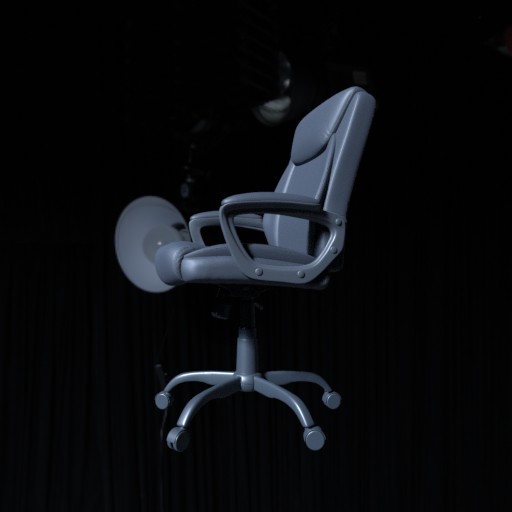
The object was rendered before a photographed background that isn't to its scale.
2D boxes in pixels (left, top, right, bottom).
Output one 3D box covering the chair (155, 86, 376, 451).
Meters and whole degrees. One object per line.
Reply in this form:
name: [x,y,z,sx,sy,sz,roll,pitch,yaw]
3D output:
chair: [0.000,0.000,1.484,0.655,1.072,0.615,0,0,-18]
